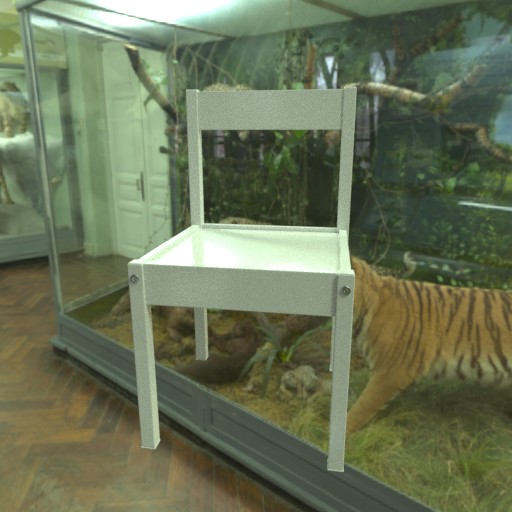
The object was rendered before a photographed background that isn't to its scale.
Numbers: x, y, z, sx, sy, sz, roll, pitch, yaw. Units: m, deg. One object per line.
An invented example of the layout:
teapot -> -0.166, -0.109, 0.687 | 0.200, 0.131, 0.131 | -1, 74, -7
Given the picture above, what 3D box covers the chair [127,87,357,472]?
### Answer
chair -> 0.000, 0.000, 0.677 | 0.285, 0.505, 0.285 | 3, 15, 9
